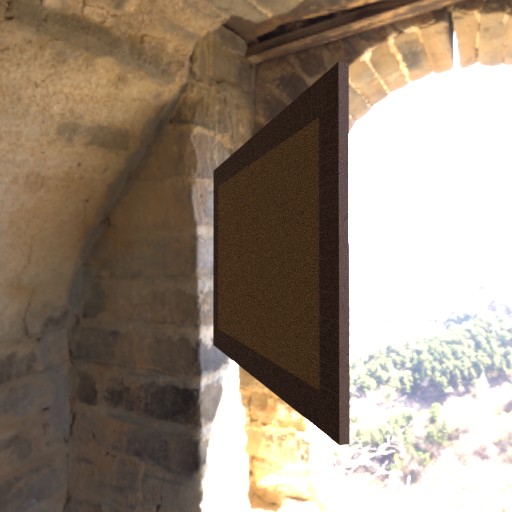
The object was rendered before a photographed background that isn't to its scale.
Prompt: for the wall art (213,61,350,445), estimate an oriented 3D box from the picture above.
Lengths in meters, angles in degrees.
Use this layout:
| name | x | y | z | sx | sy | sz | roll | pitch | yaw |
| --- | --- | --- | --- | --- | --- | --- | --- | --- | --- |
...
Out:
| name | x | y | z | sx | sy | sz | roll | pitch | yaw |
| --- | --- | --- | --- | --- | --- | --- | --- | --- | --- |
| wall art | 0.000 | 0.000 | 1.161 | 0.019 | 0.626 | 0.917 | 0 | -1 | -18 |
